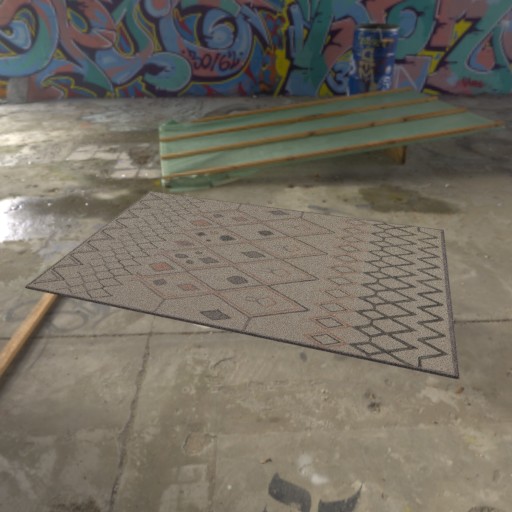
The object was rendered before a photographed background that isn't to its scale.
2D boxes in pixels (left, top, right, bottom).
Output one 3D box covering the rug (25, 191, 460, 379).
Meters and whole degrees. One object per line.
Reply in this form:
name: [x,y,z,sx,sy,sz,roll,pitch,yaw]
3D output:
rug: [0.000,0.000,2.971,2.438,0.015,1.524,9,32,15]
